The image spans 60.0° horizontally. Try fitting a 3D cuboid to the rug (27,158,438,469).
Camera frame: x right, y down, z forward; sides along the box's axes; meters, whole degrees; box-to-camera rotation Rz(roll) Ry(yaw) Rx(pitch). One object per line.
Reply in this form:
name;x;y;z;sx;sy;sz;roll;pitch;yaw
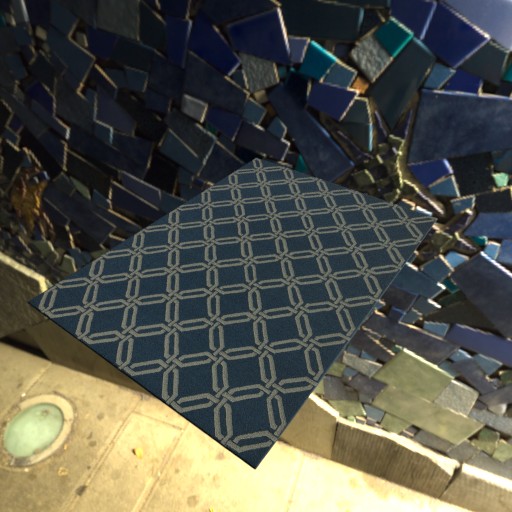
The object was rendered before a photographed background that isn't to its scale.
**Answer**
rug;0.000;0.000;4.299;2.432;0.018;3.342;25;45;27
